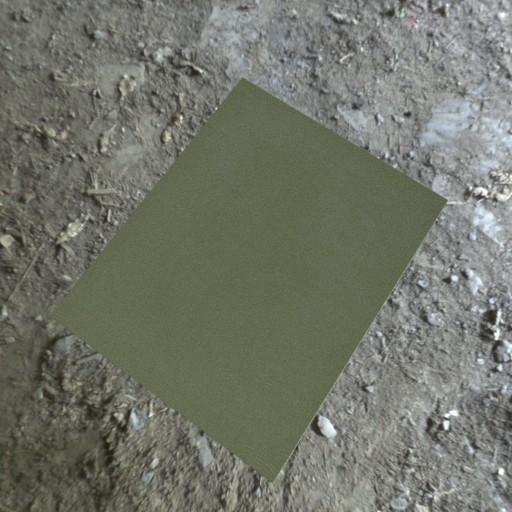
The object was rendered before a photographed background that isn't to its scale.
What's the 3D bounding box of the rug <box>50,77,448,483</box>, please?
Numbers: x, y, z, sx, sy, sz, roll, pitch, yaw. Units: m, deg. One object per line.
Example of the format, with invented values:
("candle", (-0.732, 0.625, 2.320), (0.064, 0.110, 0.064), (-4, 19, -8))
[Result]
("rug", (0.000, 0.000, 3.528), (2.073, 0.011, 2.584), (34, 78, 8))
